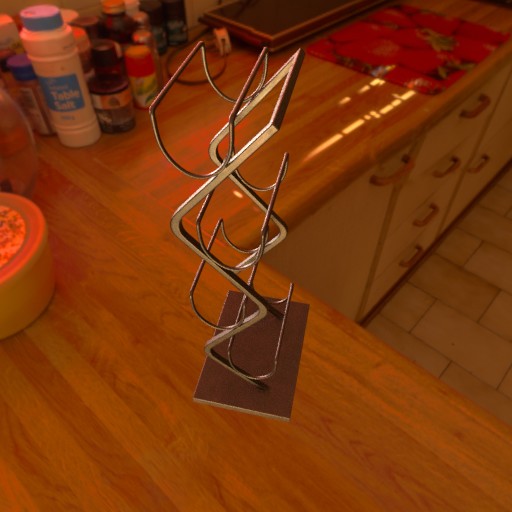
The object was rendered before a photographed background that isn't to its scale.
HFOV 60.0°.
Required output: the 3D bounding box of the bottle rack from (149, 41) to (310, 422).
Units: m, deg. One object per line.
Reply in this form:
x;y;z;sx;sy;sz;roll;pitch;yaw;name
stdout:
0.000;0.000;0.675;0.178;0.559;0.254;9;48;8;bottle rack
